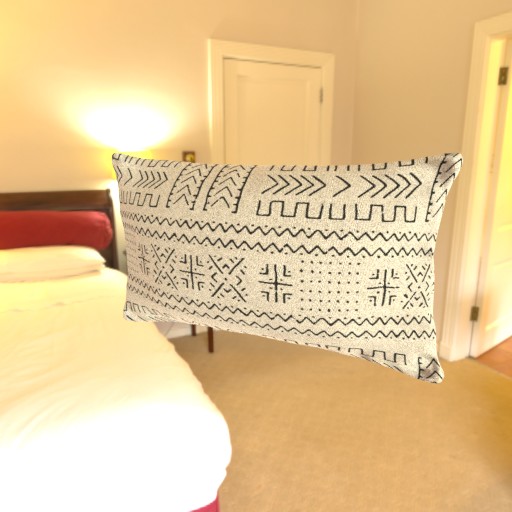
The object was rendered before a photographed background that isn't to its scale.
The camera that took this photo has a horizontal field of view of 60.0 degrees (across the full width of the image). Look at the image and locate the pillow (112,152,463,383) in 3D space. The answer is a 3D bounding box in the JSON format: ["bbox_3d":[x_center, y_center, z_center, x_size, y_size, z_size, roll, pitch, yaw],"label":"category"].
[{"bbox_3d":[0.000,0.000,0.774,0.637,0.352,0.188,6,15,25],"label":"pillow"}]
